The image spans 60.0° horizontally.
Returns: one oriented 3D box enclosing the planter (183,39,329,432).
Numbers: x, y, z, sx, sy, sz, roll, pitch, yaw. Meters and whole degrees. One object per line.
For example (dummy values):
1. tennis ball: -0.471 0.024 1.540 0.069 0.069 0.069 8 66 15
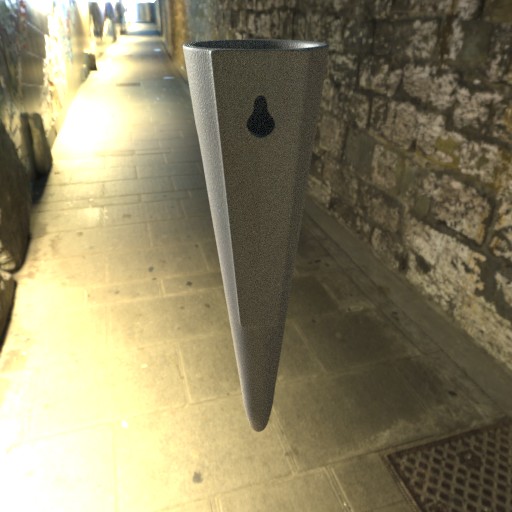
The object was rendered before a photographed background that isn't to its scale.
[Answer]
1. planter: 0.000 0.000 0.221 0.057 0.191 0.064 -1 29 -3
